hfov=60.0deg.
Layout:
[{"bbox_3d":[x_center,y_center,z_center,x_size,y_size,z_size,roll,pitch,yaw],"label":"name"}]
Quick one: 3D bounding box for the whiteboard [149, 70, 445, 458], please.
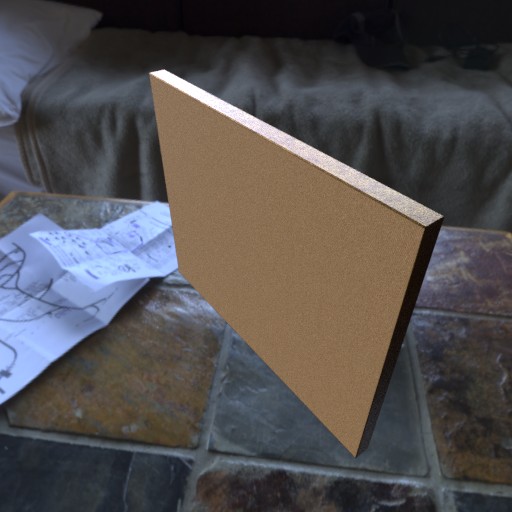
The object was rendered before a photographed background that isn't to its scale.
[{"bbox_3d":[0.000,0.000,0.739,0.029,0.457,0.561,-26,47,-28],"label":"whiteboard"}]
